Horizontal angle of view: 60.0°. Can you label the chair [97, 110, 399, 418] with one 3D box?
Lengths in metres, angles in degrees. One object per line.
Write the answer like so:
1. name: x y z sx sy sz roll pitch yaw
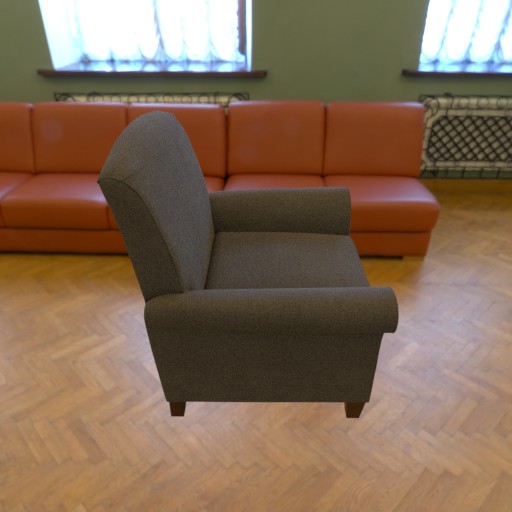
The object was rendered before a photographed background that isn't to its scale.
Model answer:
1. chair: 0.000 0.000 1.783 0.905 1.061 0.978 0 31 0
